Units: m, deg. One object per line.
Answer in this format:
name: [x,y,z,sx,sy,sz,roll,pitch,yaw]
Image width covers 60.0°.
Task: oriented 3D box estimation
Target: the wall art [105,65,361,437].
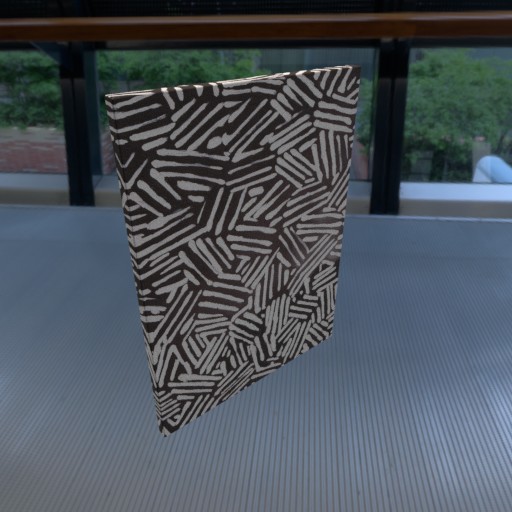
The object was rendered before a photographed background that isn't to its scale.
wall art: [0.000,0.000,1.349,0.765,1.017,0.038,-22,37,-33]
